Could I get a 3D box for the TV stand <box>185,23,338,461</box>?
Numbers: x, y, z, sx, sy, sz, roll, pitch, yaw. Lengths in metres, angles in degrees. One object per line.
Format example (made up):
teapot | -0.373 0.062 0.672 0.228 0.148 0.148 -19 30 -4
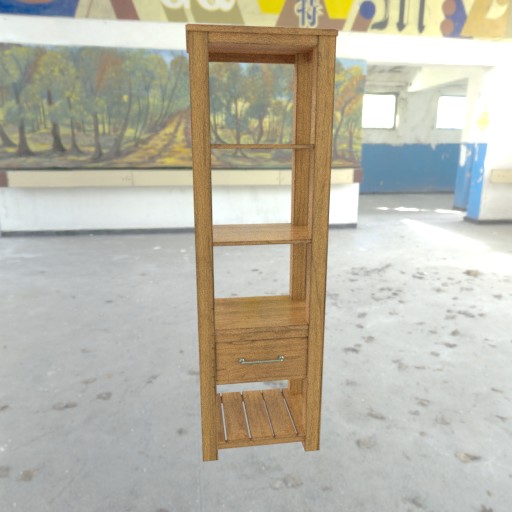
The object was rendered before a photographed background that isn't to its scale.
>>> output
TV stand | 0.000 0.000 2.031 0.565 1.828 0.435 -2 14 -8
